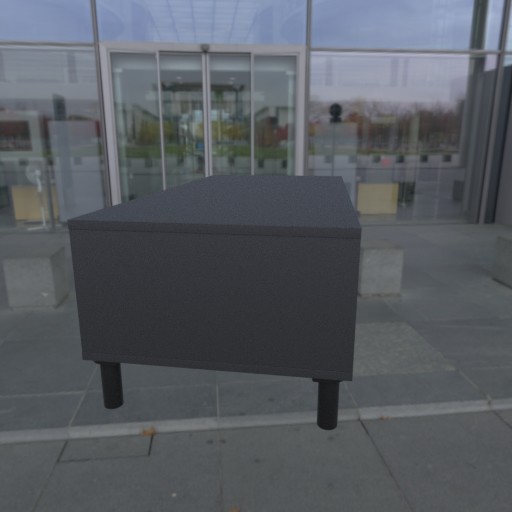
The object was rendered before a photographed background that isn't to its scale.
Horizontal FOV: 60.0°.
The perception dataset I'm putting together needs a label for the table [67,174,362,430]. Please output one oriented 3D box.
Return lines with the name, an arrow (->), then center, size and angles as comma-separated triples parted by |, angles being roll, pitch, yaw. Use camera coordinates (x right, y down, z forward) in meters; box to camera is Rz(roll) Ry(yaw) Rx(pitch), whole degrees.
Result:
table -> 0.000, 0.000, 1.345 | 0.550, 0.400, 1.100 | 2, 15, 9
